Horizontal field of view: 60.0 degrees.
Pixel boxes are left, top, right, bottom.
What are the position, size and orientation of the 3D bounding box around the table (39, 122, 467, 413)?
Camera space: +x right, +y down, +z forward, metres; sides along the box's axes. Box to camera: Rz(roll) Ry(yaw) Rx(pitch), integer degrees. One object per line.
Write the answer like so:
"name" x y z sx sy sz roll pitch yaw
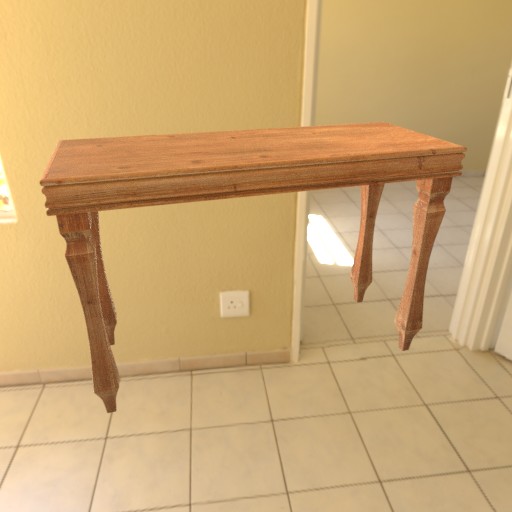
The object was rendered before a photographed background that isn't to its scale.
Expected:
"table" 0.000 0.000 1.736 1.330 0.873 0.522 -8 27 -15
